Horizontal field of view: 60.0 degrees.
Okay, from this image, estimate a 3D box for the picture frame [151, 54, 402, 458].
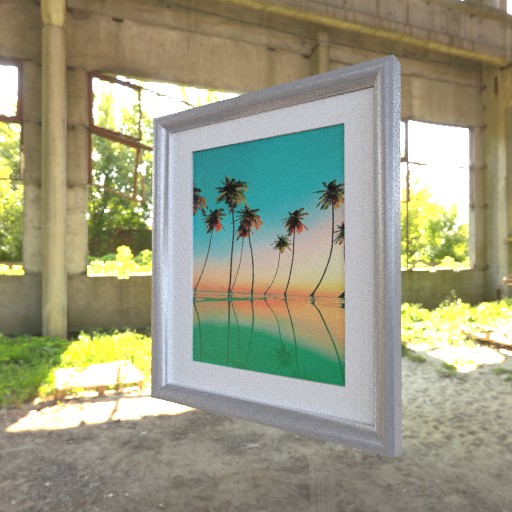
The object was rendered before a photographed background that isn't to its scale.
[{"bbox_3d":[0.000,0.000,0.516,0.327,0.378,0.027,-1,-1,34],"label":"picture frame"}]
